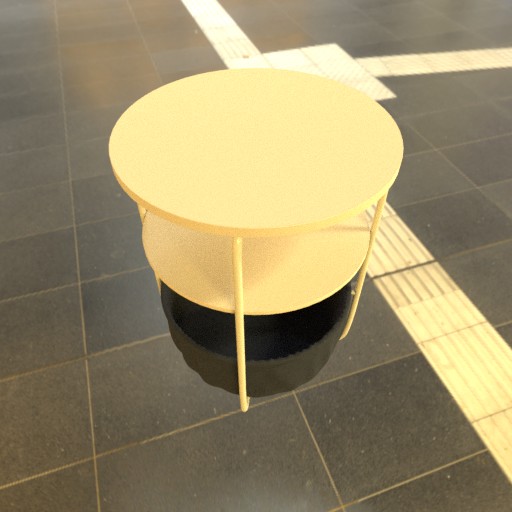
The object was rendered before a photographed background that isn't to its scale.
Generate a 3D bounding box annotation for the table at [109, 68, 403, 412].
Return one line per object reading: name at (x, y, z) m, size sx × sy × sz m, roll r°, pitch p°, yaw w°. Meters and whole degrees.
table at (0.000, 0.000, 0.838) m, size 0.418 × 0.532 × 0.418 m, roll -30°, pitch 53°, yaw -25°
